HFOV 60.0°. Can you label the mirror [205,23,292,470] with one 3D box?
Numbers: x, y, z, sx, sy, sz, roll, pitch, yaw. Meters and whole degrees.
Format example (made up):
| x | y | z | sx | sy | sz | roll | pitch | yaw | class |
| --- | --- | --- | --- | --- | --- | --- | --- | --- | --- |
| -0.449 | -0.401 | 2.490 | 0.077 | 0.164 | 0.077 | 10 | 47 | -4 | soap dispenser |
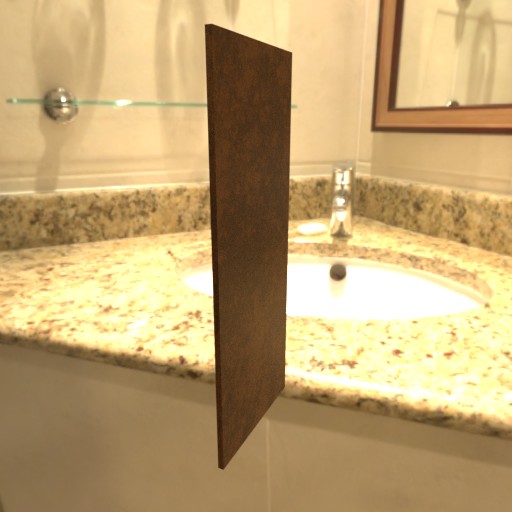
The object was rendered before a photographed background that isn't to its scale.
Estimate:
| x | y | z | sx | sy | sz | roll | pitch | yaw | class |
| --- | --- | --- | --- | --- | --- | --- | --- | --- | --- |
| 0.000 | 0.000 | 2.298 | 0.032 | 2.031 | 0.812 | 8 | 19 | 25 | mirror |
